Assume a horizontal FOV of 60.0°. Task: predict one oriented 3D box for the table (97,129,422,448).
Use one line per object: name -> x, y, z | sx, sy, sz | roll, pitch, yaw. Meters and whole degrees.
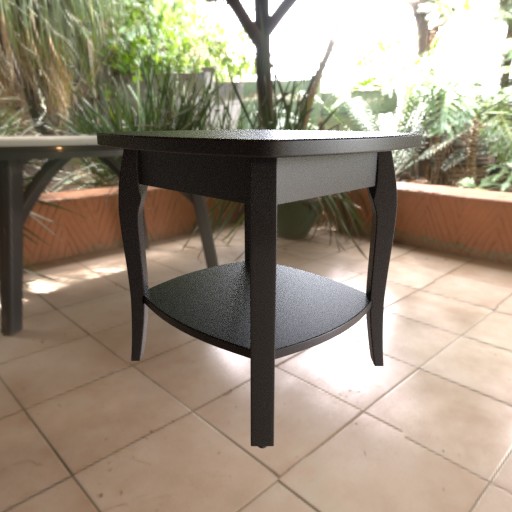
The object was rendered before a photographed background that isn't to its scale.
table -> 0.000, 0.000, 0.853 | 0.457, 0.457, 0.508 | -16, 23, -42
